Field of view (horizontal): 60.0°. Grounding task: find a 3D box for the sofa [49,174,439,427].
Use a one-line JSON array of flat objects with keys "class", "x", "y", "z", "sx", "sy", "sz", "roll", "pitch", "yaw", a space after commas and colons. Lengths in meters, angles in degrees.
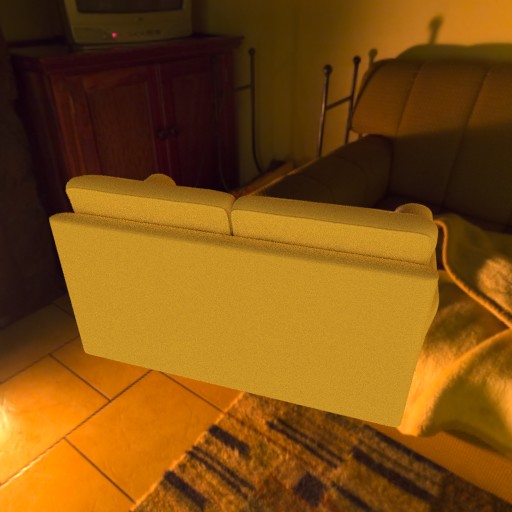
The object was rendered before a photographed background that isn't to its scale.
[{"class": "sofa", "x": 0.000, "y": 0.000, "z": 2.316, "sx": 1.727, "sy": 0.940, "sz": 0.991, "roll": 9, "pitch": 32, "yaw": 15}]
